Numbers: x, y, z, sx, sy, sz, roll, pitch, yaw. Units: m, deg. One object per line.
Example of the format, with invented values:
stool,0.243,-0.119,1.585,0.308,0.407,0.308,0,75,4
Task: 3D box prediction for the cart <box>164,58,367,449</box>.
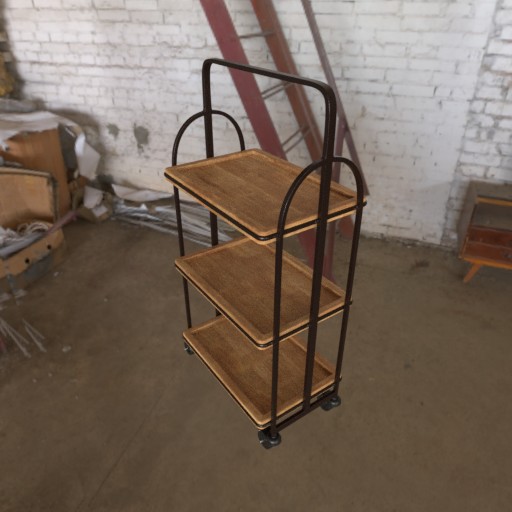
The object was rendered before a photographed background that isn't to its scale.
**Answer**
cart,0.000,0.000,1.265,0.327,1.001,0.553,-20,37,-30
